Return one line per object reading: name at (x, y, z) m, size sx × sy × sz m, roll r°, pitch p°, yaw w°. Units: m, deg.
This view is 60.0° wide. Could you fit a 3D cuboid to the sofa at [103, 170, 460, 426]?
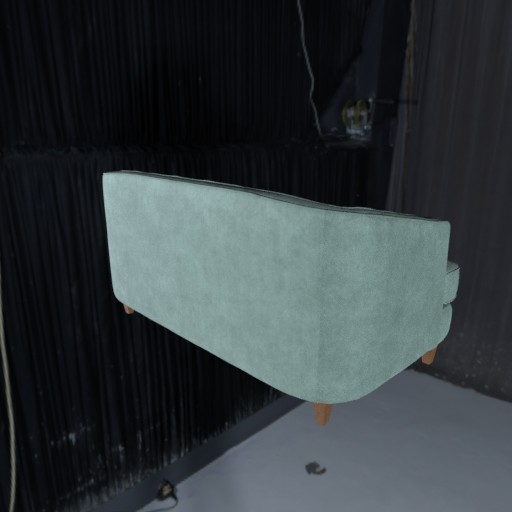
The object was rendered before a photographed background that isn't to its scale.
sofa at (0.000, 0.000, 2.263) m, size 0.941 × 0.855 × 1.733 m, roll -16°, pitch 23°, yaw -42°
